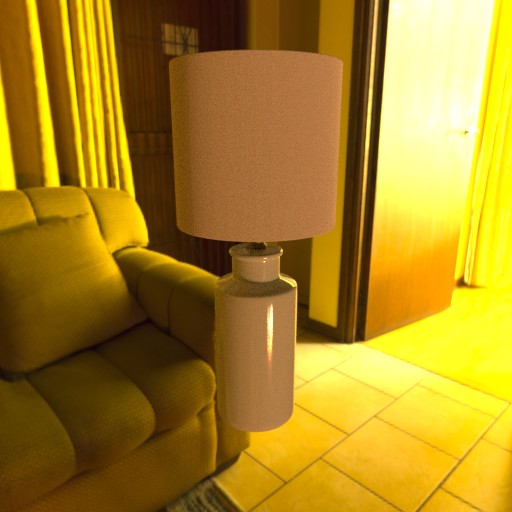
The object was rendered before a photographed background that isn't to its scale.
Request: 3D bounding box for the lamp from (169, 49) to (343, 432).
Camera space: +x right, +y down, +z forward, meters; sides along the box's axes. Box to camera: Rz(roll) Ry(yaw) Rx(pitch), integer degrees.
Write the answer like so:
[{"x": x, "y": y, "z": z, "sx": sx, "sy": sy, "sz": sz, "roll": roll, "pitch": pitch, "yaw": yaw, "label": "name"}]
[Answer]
[{"x": 0.000, "y": 0.000, "z": 0.616, "sx": 0.212, "sy": 0.493, "sz": 0.212, "roll": 8, "pitch": 18, "yaw": 26, "label": "lamp"}]
